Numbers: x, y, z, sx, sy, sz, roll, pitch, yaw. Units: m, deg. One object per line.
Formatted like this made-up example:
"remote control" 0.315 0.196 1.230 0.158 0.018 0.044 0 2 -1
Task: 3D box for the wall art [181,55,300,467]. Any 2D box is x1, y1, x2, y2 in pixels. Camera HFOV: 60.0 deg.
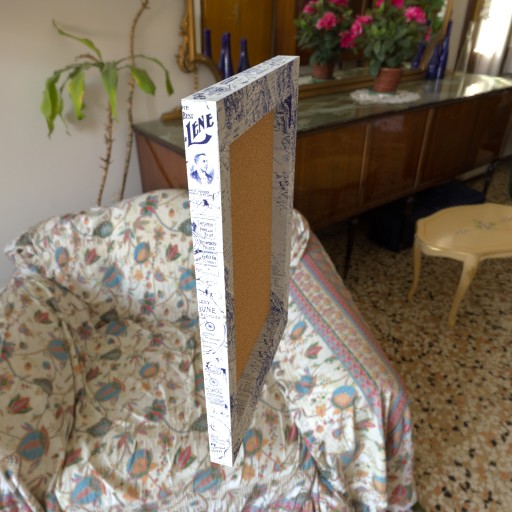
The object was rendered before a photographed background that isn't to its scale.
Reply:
"wall art" 0.000 0.000 0.776 0.040 0.601 0.408 9 31 14
